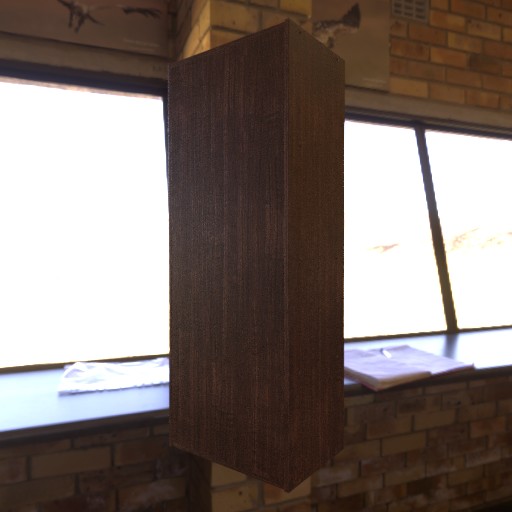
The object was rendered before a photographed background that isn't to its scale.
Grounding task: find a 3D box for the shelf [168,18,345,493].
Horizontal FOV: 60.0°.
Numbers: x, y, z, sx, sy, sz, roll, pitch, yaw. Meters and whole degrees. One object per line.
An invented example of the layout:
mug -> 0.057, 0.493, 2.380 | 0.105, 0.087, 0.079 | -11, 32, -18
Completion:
shelf -> 0.000, 0.000, 1.264 | 0.415, 1.099, 0.290 | 1, 1, 37
